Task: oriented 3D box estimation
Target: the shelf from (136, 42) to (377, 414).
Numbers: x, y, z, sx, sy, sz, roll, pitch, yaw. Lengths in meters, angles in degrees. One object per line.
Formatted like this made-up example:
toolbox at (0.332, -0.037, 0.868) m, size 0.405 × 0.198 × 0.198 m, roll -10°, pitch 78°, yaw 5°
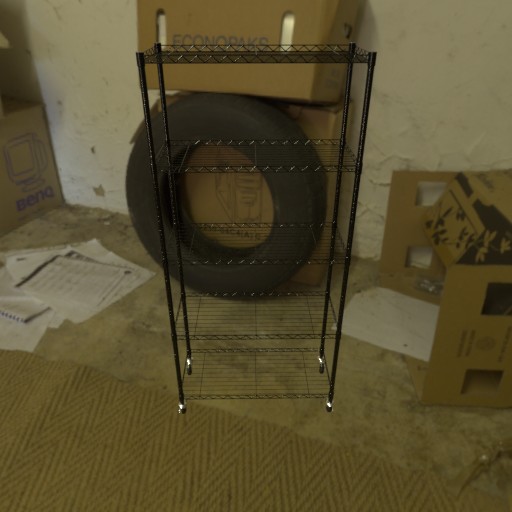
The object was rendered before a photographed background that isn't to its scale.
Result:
shelf at (0.000, 0.000, 1.919) m, size 0.762 × 1.645 × 0.356 m, roll 0°, pitch 30°, yaw -1°
